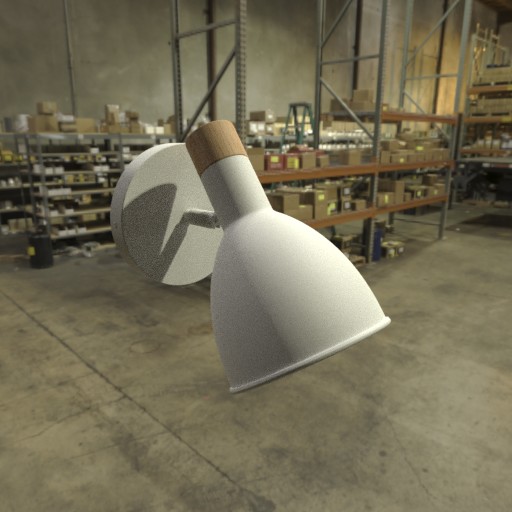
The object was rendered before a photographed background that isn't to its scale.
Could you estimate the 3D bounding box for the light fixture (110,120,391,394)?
[{"bbox_3d":[0.000,0.000,0.336,0.127,0.199,0.209,-14,21,-43],"label":"light fixture"}]
